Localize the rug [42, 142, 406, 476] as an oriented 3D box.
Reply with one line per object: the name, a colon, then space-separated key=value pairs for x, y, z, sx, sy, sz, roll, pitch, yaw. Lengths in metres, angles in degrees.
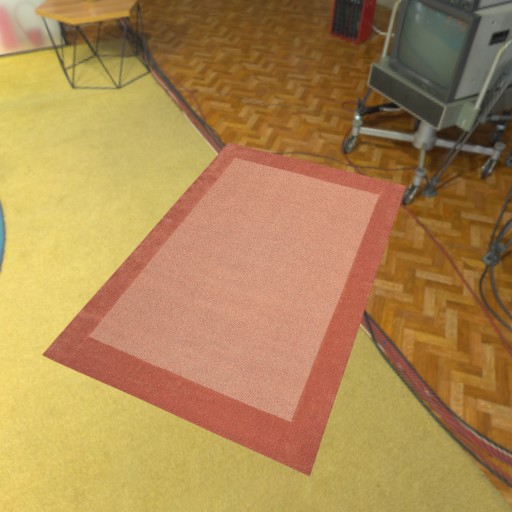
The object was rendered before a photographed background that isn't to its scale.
rug: x=0.000 y=0.000 z=2.323 sx=1.219 sy=0.014 sz=1.829 roll=18 pitch=49 yaw=16
